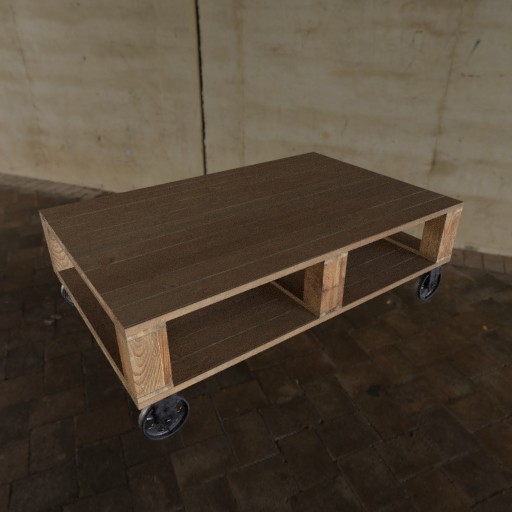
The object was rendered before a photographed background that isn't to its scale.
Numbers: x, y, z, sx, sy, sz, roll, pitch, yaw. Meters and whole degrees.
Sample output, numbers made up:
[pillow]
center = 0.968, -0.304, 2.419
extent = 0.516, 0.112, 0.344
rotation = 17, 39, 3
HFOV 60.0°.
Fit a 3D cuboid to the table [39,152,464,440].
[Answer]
[table]
center = 0.000, 0.000, 1.701
extent = 1.299, 0.413, 0.827
rotation = -19, 34, -31
